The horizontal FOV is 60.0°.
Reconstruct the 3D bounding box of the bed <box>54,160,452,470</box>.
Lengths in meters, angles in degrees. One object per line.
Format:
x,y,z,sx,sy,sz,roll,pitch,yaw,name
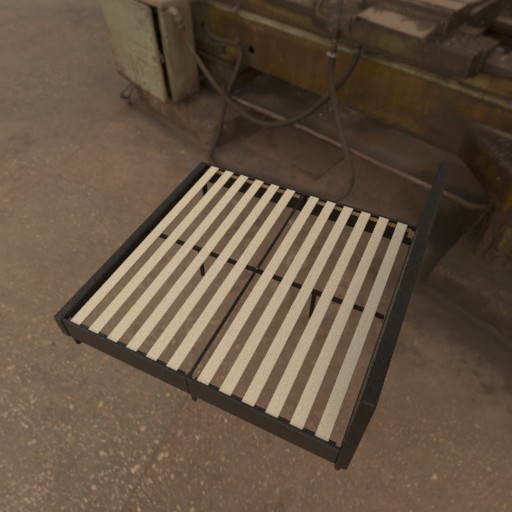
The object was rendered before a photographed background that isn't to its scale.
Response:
0.000,0.000,3.258,2.152,1.046,2.018,20,51,17,bed
